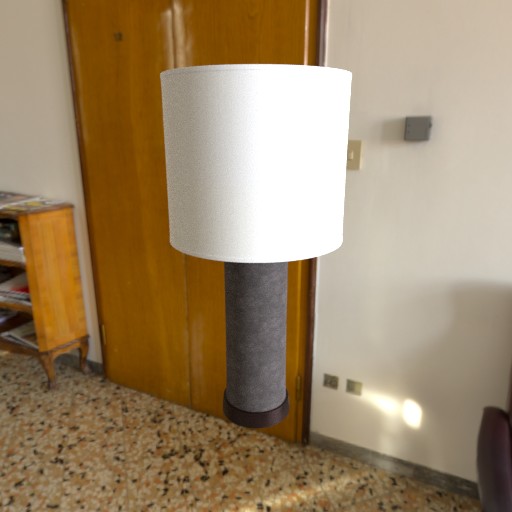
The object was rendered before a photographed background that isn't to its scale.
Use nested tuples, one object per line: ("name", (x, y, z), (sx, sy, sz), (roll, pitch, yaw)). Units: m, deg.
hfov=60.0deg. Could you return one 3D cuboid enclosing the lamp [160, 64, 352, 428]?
("lamp", (0.000, 0.000, 0.797), (0.301, 0.630, 0.301), (-3, 17, -9))
